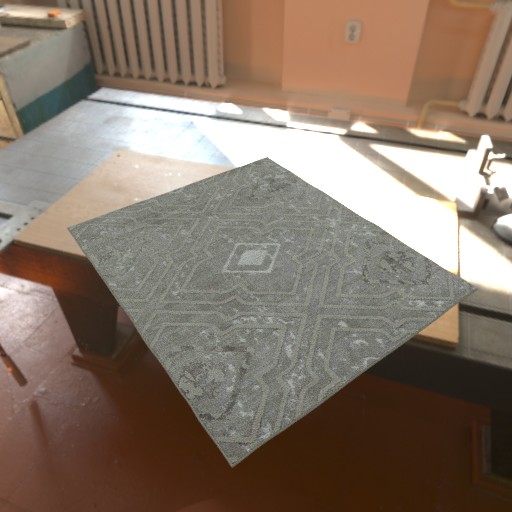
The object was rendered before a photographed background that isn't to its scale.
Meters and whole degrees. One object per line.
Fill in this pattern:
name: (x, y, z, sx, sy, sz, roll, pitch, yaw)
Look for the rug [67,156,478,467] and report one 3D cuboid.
rug: (0.000, 0.000, 0.886, 0.548, 0.006, 0.639, -25, 46, -27)
